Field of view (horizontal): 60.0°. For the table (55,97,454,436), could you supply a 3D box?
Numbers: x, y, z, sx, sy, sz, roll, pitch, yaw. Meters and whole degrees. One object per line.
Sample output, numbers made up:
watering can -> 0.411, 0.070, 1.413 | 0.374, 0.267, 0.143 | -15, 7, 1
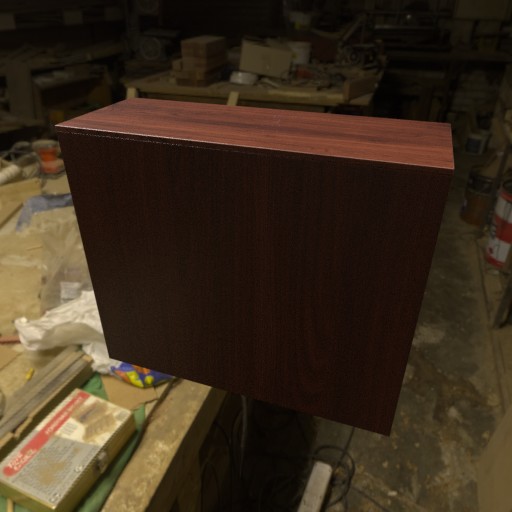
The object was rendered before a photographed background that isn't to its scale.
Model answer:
table -> 0.000, 0.000, 1.328 | 0.930, 0.790, 0.380 | 10, 33, 17
